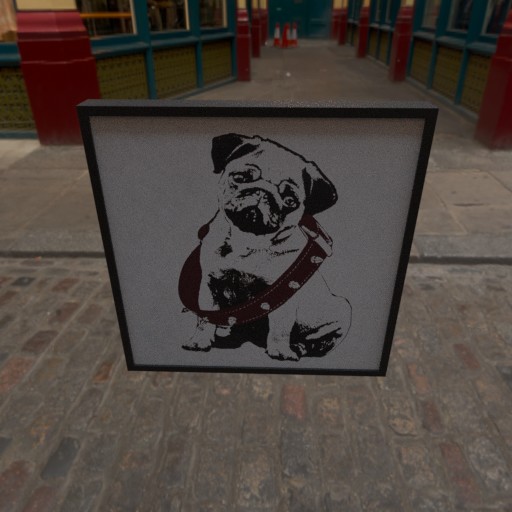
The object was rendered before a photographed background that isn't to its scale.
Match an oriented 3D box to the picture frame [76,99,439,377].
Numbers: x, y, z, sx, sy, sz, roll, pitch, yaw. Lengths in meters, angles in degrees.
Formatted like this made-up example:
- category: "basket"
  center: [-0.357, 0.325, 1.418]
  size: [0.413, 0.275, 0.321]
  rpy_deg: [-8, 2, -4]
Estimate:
- category: "picture frame"
  center: [0.000, 0.000, 0.479]
  size: [0.317, 0.317, 0.030]
  rpy_deg: [1, 30, 2]
